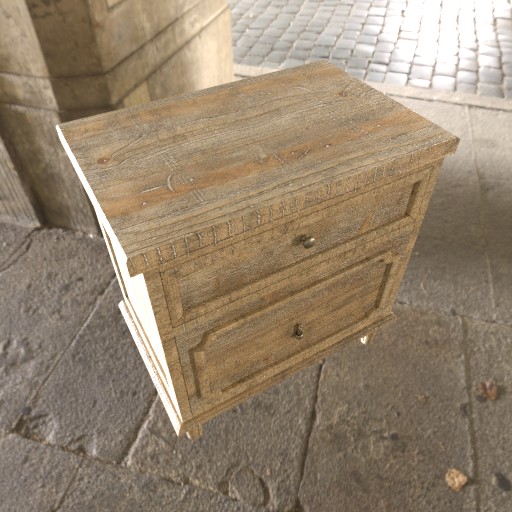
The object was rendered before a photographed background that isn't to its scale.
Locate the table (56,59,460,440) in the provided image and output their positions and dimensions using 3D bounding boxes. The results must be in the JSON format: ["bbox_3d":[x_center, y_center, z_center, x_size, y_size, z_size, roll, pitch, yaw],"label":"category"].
[{"bbox_3d":[0.000,0.000,1.139,0.686,0.711,0.457,-22,49,-21],"label":"table"}]
